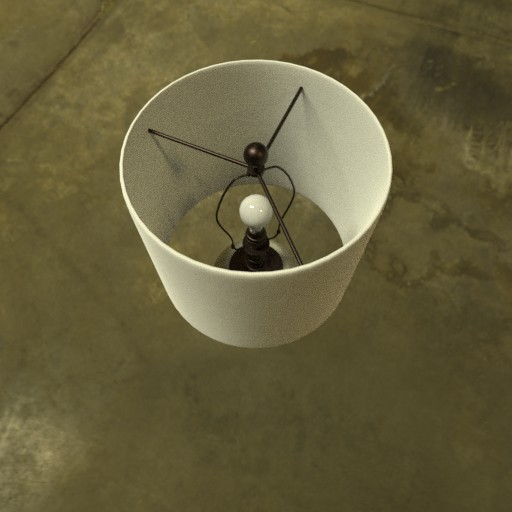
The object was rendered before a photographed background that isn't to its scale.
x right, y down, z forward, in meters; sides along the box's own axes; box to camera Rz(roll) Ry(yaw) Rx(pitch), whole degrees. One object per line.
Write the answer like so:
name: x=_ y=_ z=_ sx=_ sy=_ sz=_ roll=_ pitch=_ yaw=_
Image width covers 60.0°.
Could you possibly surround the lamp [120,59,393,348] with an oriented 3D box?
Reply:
lamp: x=0.000 y=0.000 z=0.778 sx=0.329 sy=0.570 sz=0.329 roll=-19 pitch=65 yaw=-9
